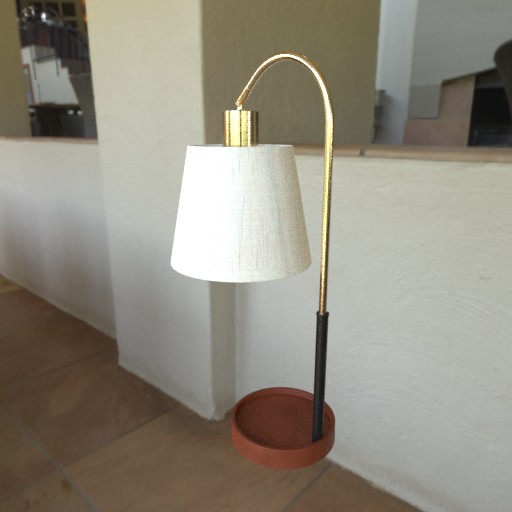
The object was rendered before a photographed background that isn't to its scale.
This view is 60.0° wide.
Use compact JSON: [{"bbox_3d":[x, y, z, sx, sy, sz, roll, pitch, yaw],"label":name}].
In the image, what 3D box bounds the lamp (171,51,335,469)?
[{"bbox_3d":[0.000,0.000,0.646,0.211,0.536,0.273,-15,21,-42],"label":"lamp"}]
